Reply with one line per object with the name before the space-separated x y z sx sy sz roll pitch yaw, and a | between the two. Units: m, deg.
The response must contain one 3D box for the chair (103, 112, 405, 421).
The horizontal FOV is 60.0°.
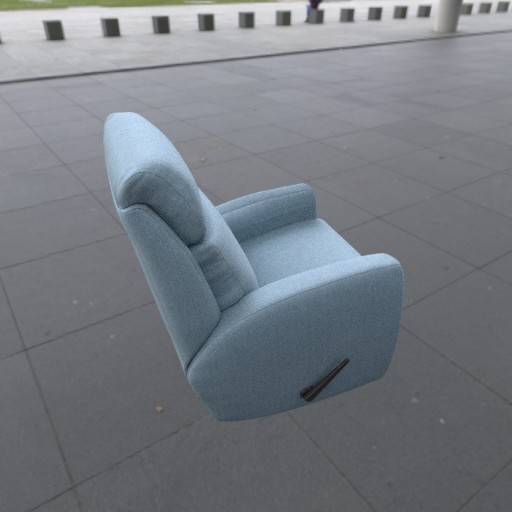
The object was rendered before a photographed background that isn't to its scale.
chair | 0.000 0.000 1.664 0.940 1.013 0.812 -11 34 -17
